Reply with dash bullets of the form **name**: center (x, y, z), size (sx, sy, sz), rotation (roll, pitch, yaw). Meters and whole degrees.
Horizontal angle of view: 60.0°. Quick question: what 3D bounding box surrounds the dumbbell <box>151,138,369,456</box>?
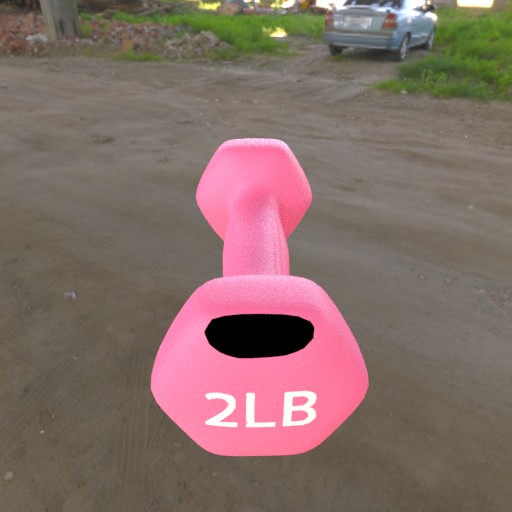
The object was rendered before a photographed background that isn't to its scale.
- **dumbbell**: center (0.000, 0.000, 0.170), size (0.058, 0.053, 0.146), rotation (0, 31, 0)
